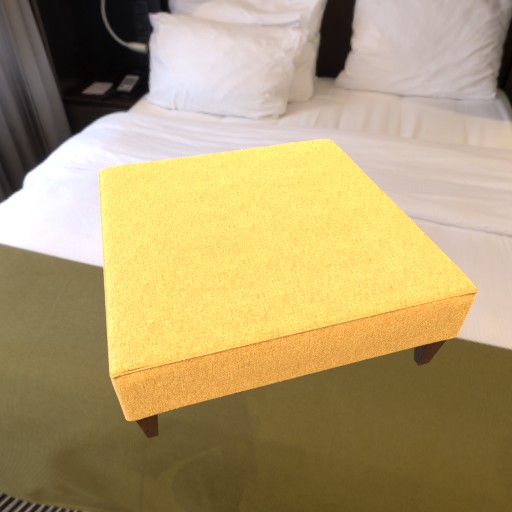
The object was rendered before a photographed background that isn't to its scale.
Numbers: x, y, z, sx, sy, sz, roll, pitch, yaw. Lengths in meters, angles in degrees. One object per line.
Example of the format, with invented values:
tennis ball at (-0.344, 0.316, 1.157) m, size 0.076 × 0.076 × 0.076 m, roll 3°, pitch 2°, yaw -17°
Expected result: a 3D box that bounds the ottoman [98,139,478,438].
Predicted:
ottoman at (0.000, 0.000, 1.527) m, size 0.970 × 0.378 × 0.981 m, roll -11°, pitch 41°, yaw -13°
